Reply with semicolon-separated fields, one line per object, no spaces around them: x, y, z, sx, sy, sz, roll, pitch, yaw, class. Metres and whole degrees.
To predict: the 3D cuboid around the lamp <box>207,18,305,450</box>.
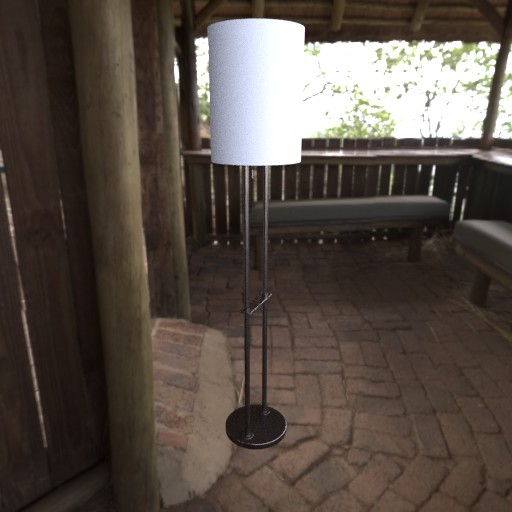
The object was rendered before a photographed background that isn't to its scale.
0.000;0.000;1.620;0.305;1.500;0.306;8;19;23;lamp
